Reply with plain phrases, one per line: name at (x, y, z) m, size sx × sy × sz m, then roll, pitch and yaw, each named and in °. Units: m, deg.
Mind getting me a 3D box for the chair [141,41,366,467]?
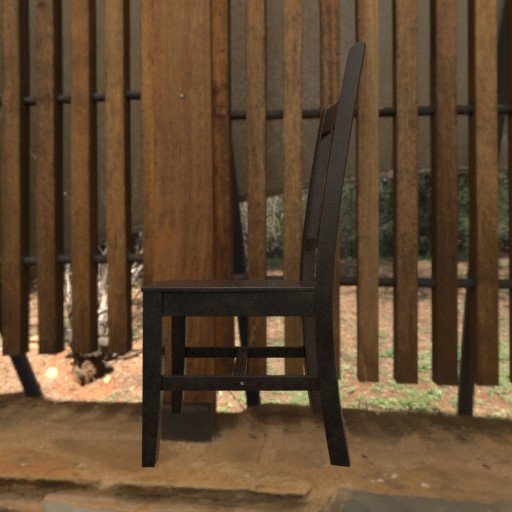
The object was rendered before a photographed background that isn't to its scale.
chair at (0.000, 0.000, 1.249) m, size 0.555 × 0.998 × 0.450 m, roll 0°, pitch -1°, yaw 0°
